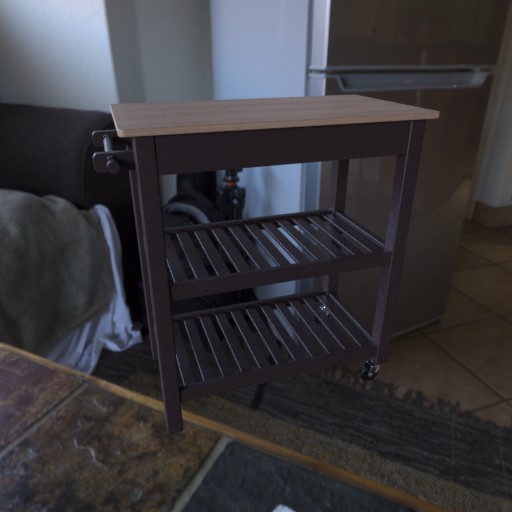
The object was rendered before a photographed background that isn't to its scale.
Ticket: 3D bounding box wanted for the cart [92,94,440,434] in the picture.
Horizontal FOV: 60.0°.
[{"bbox_3d":[0.000,0.000,1.454,0.899,0.927,0.457,-8,27,-17],"label":"cart"}]
